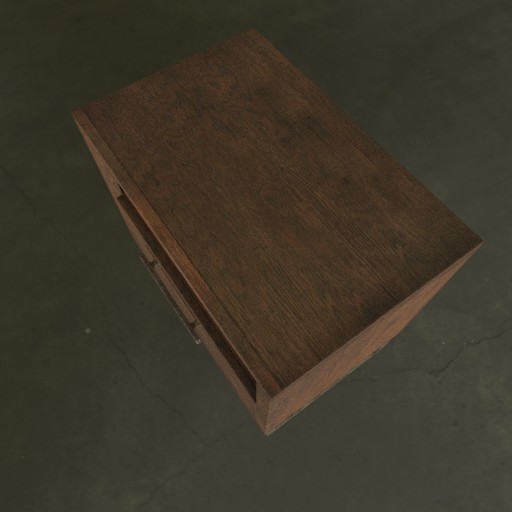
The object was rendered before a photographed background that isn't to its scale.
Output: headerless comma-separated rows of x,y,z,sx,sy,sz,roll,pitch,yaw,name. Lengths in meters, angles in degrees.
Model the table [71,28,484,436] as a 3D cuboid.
0.000,0.000,1.250,0.542,0.746,0.767,-32,67,-15,table
